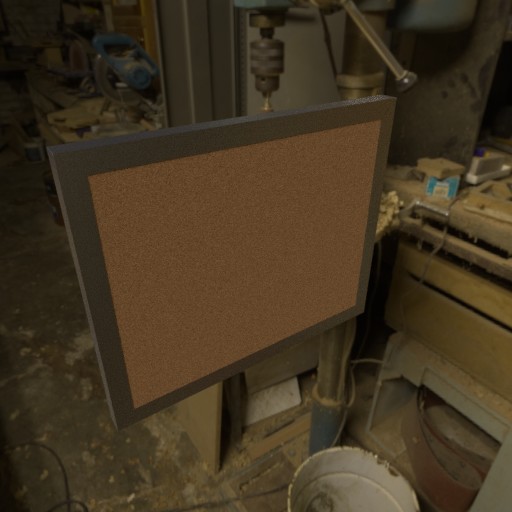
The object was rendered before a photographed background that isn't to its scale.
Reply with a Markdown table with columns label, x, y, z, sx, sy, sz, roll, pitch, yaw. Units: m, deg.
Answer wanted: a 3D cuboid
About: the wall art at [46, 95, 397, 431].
| label | x | y | z | sx | sy | sz | roll | pitch | yaw |
| --- | --- | --- | --- | --- | --- | --- | --- | --- | --- |
| wall art | 0.000 | 0.000 | 0.745 | 0.557 | 0.456 | 0.032 | -19 | 35 | -29 |
